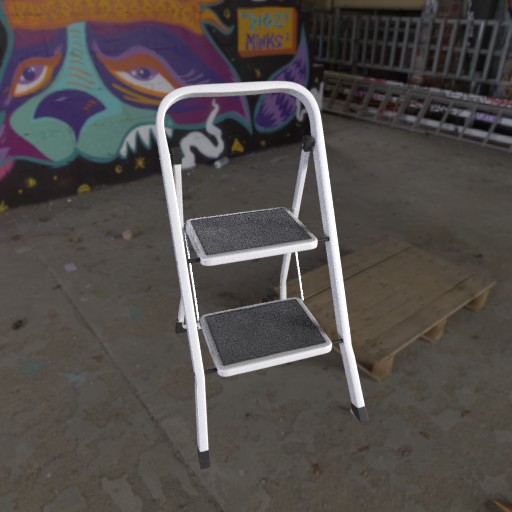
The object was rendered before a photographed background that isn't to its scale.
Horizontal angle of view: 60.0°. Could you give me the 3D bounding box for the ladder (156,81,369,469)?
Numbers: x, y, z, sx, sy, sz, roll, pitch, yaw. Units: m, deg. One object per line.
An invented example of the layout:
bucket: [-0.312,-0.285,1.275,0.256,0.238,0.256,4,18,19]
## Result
ladder: [0.000,0.000,1.154,0.460,0.810,0.544,-9,31,-16]
